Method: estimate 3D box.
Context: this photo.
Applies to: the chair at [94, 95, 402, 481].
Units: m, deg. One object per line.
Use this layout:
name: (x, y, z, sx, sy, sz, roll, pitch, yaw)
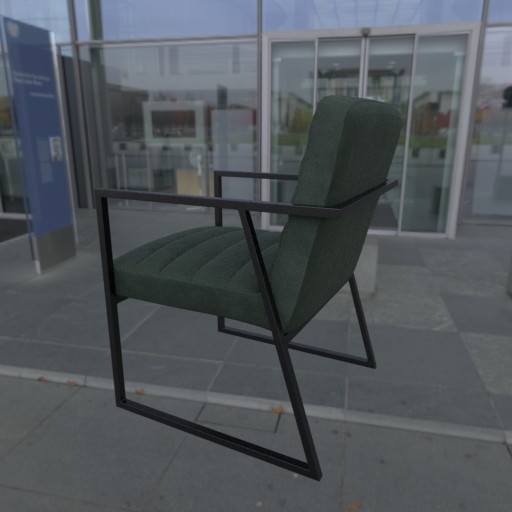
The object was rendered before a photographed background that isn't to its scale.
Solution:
chair: (0.000, 0.000, 1.263, 0.677, 0.833, 0.571, 8, 18, 26)
